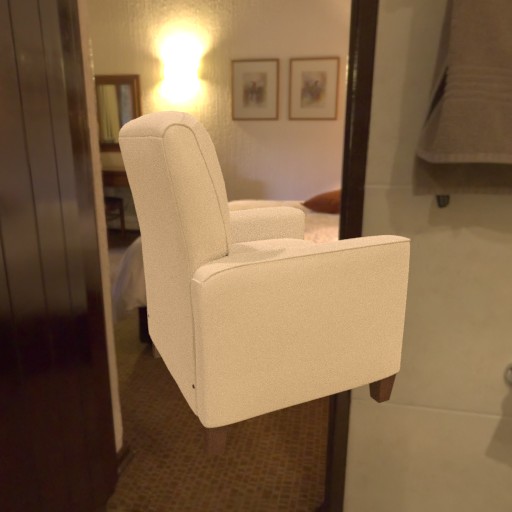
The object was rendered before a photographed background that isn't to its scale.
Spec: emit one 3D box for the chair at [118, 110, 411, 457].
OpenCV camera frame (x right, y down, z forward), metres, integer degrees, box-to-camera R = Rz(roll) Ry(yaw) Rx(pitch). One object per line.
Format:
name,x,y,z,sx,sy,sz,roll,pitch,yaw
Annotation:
chair,0.000,0.000,1.695,0.858,1.028,0.841,-7,16,-25
